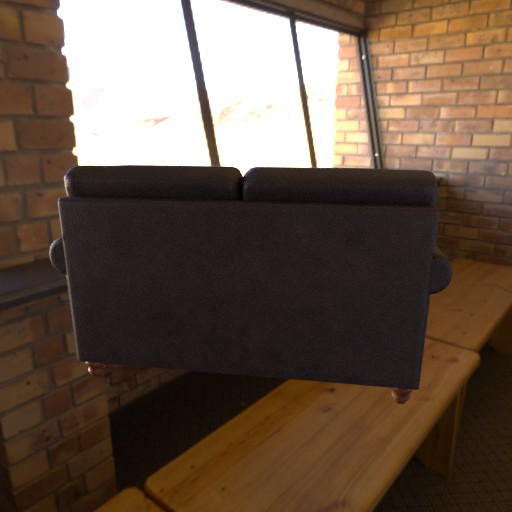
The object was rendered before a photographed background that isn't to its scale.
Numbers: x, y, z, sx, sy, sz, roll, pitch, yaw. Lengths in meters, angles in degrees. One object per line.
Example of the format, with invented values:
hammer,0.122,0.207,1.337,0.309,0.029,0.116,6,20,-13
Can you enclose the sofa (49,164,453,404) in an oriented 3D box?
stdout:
sofa,0.000,0.000,2.297,1.663,0.979,1.030,3,17,8
